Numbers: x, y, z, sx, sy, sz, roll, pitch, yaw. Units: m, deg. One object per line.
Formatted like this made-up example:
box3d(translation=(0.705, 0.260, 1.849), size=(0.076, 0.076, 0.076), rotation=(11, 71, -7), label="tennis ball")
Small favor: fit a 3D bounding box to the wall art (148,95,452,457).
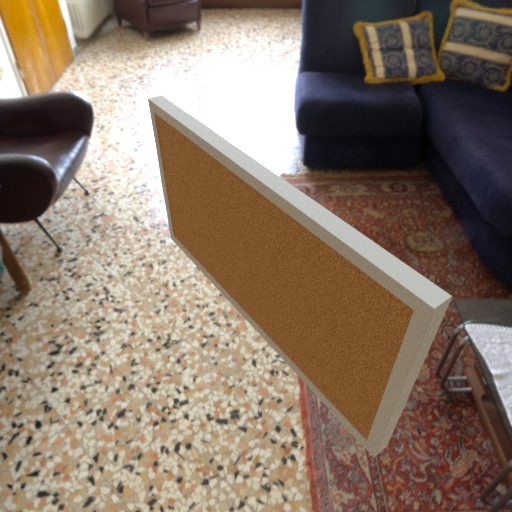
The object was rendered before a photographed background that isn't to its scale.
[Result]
box3d(translation=(0.000, 0.000, 0.956), size=(0.038, 0.431, 0.812), rotation=(-26, 48, -26), label="wall art")
